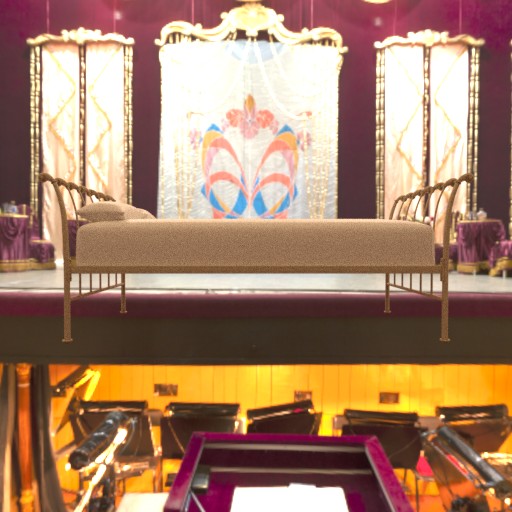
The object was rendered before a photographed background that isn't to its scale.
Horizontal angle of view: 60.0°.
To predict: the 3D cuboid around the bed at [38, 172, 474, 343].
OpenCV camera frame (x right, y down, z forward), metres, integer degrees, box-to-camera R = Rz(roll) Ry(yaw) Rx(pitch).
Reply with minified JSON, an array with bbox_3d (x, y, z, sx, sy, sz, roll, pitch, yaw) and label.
[{"bbox_3d":[0.000,0.000,2.765,2.228,0.873,1.032,0,1,0],"label":"bed"}]
